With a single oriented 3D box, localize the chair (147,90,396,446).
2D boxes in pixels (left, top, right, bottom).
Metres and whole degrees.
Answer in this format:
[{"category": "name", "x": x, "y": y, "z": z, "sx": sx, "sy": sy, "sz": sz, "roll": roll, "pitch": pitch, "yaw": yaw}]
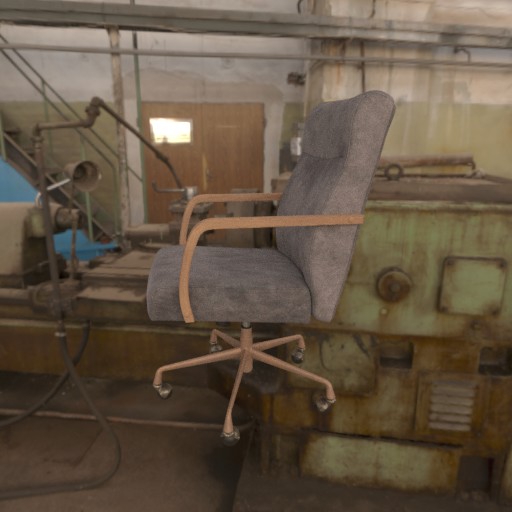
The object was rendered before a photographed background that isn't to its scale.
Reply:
[{"category": "chair", "x": 0.000, "y": 0.000, "z": 1.505, "sx": 0.741, "sy": 1.029, "sz": 0.640, "roll": -2, "pitch": 15, "yaw": -9}]
